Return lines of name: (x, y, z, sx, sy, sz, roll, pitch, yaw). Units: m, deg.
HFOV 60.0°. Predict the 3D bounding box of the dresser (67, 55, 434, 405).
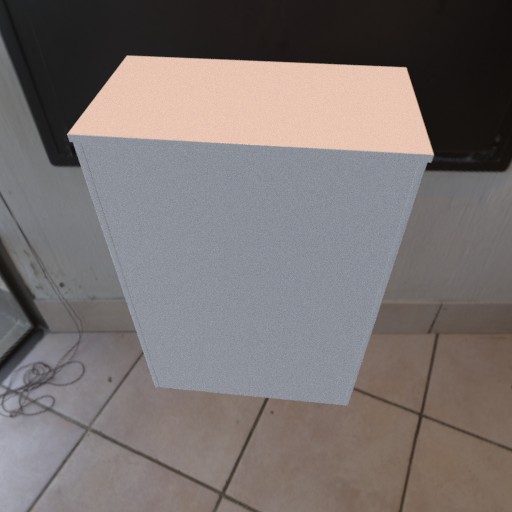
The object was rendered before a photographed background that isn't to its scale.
dresser: (0.000, 0.000, 1.349, 0.704, 1.021, 0.401, 4, 46, 4)
